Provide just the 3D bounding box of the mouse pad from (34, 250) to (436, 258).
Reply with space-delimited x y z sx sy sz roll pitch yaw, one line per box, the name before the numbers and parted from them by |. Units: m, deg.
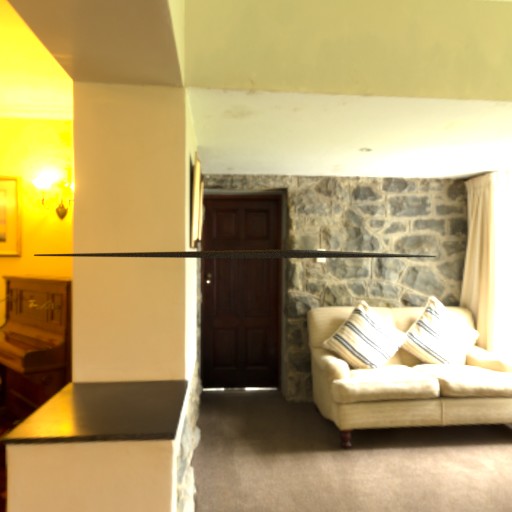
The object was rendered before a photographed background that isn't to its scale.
mouse pad | 0.000 0.000 0.630 0.393 0.002 0.451 -1 -1 35
